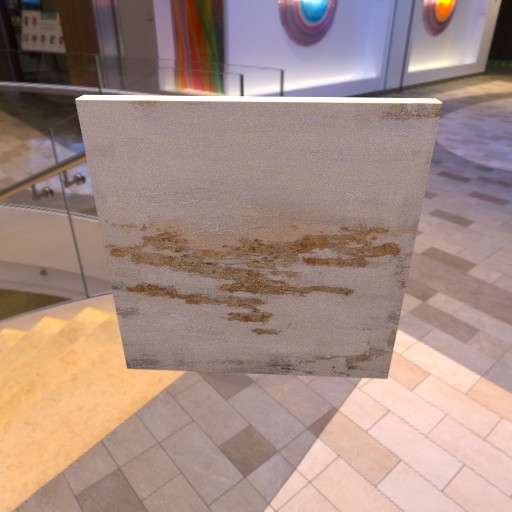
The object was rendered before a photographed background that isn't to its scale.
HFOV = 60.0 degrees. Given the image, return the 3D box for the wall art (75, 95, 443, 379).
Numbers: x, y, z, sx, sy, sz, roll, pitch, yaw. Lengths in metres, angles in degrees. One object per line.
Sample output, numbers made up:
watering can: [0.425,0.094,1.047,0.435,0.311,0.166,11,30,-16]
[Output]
wall art: [0.000,0.000,0.902,0.611,0.613,0.040,2,30,3]
